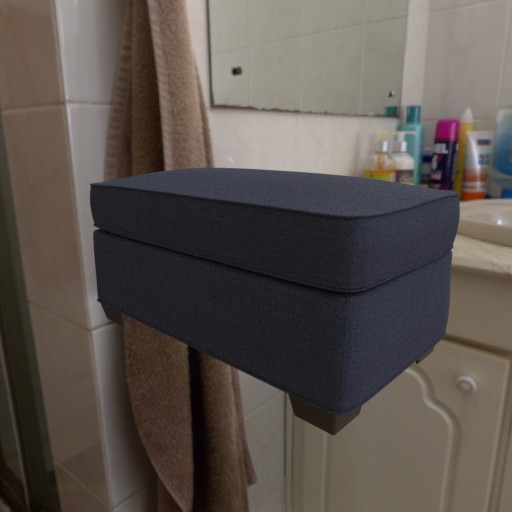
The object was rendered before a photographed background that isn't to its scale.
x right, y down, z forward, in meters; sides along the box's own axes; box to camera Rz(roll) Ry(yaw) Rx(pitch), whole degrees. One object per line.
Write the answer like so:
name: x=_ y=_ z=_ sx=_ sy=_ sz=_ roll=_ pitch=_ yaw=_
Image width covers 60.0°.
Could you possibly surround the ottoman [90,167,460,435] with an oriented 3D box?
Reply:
ottoman: x=0.000 y=0.000 z=1.189 sx=0.895 sy=0.453 sz=0.505 roll=13 pitch=20 yaw=41
